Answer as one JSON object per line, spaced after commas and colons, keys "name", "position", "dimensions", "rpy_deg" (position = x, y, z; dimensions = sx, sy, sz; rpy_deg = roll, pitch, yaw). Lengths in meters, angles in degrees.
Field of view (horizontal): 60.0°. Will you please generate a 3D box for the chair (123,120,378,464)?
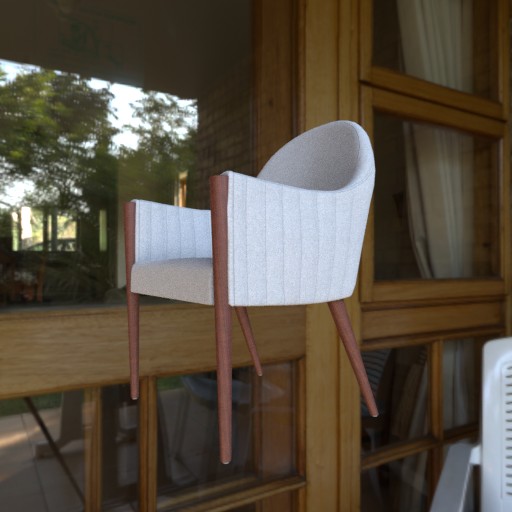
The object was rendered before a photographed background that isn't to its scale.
{"name": "chair", "position": [0.000, 0.000, 1.329], "dimensions": [0.620, 0.889, 0.610], "rpy_deg": [0, -1, -36]}
